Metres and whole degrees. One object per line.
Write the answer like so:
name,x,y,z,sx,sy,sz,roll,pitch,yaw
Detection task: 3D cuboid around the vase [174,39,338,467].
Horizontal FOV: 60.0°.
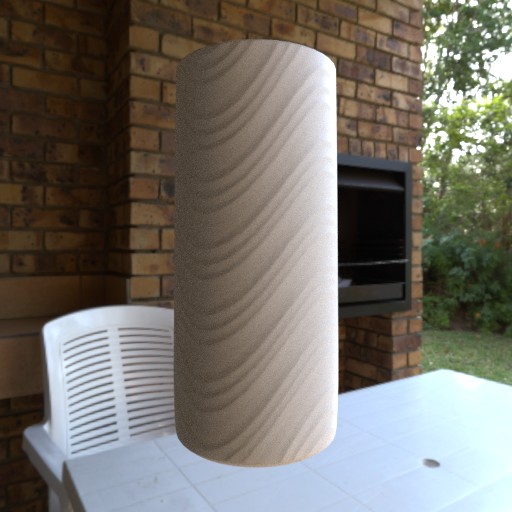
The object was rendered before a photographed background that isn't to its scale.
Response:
vase,0.000,0.000,0.390,0.143,0.316,0.143,0,1,0
